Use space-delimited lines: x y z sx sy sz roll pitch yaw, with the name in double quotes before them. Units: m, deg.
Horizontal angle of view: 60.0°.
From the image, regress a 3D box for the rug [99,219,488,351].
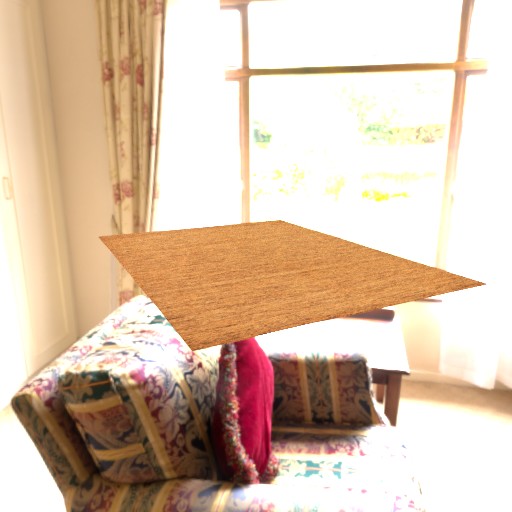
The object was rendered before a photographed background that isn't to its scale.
"rug" 0.000 0.000 4.295 2.438 0.012 3.200 -8 17 -26
